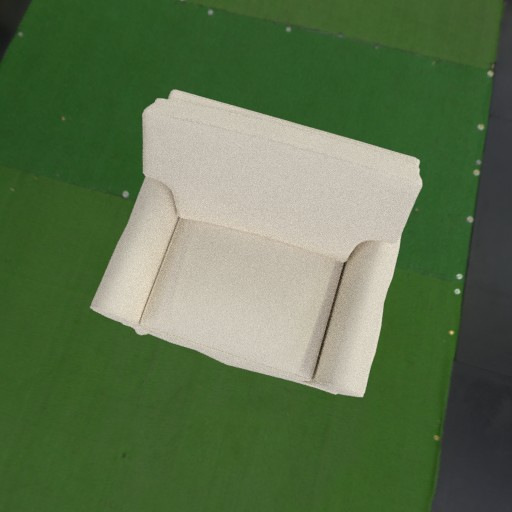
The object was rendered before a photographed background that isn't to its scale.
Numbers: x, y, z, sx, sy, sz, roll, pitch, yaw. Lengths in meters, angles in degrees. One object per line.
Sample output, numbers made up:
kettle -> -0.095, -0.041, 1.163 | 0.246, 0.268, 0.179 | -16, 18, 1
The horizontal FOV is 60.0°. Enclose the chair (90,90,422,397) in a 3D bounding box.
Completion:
chair -> 0.000, 0.000, 1.837 | 1.099, 0.958, 0.904 | 17, 76, 4
